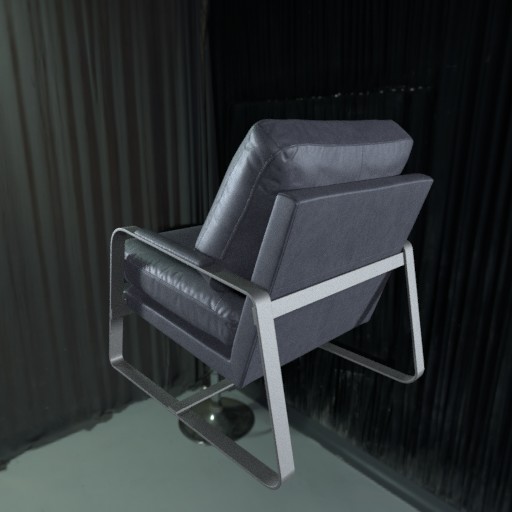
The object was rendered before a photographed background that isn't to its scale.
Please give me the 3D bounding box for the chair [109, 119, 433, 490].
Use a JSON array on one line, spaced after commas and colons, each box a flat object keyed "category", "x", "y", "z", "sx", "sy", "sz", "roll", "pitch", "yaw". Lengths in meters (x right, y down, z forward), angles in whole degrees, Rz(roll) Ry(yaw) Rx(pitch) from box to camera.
[{"category": "chair", "x": 0.000, "y": 0.000, "z": 1.430, "sx": 0.692, "sy": 0.839, "sz": 0.878, "roll": -15, "pitch": 22, "yaw": -42}]
